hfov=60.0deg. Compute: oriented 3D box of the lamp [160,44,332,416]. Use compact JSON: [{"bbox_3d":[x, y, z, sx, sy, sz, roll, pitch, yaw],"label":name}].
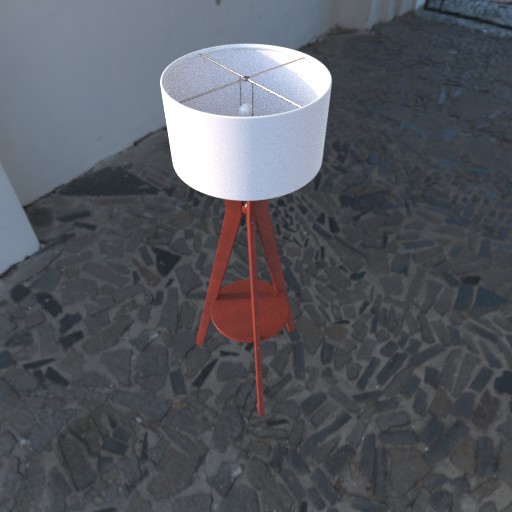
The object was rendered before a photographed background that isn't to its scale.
[{"bbox_3d":[0.000,0.000,1.770,0.542,1.472,0.539,-31,53,-27],"label":"lamp"}]
